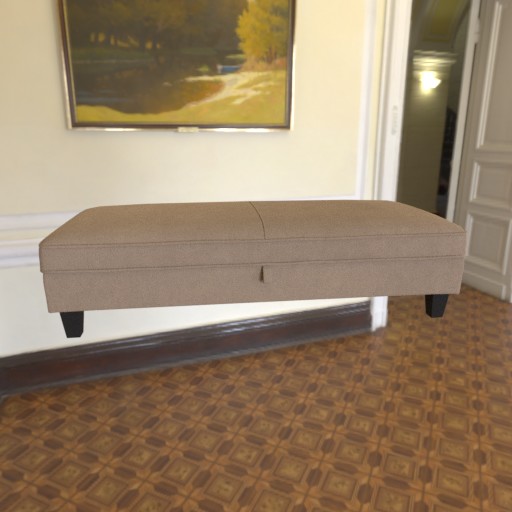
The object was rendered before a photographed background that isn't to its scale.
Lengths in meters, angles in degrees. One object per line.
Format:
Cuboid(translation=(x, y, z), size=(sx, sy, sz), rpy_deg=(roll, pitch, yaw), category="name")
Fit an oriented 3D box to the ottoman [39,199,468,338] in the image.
Cuboid(translation=(0.000, 0.000, 2.082), size=(1.726, 0.460, 0.735), rpy_deg=(-2, 16, -7), category="ottoman")
